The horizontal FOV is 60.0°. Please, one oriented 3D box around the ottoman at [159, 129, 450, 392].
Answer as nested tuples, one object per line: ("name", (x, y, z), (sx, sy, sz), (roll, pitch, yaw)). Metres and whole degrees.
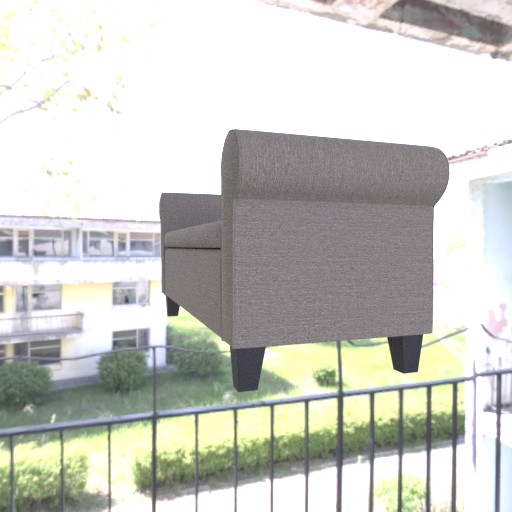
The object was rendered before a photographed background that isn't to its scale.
("ottoman", (0.000, 0.000, 1.522), (0.521, 0.547, 1.256), (0, 1, -19))
